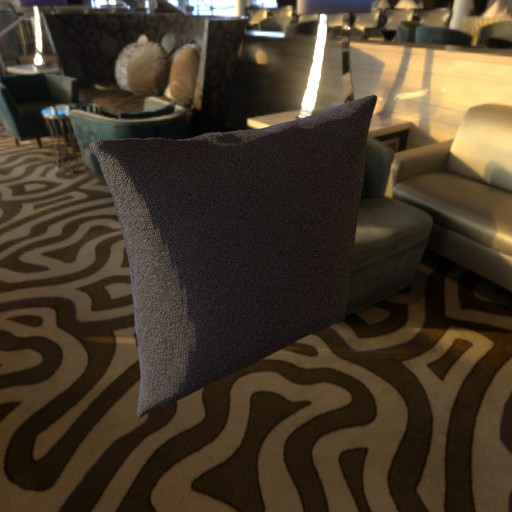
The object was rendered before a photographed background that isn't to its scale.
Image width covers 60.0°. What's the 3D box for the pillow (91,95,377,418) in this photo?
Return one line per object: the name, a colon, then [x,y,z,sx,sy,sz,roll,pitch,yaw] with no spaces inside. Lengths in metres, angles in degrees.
pillow: [0.000,0.000,0.694,0.452,0.439,0.204,-19,35,-29]
